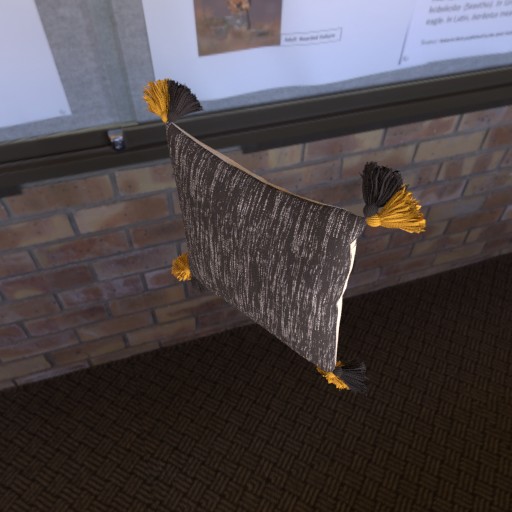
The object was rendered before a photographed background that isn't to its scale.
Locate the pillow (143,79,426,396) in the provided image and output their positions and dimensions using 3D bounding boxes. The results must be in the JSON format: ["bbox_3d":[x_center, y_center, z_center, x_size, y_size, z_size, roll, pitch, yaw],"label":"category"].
[{"bbox_3d":[0.000,0.000,0.979,0.654,0.659,0.139,32,54,26],"label":"pillow"}]
